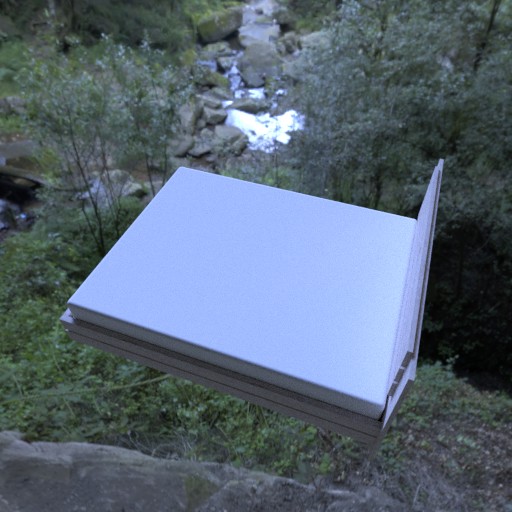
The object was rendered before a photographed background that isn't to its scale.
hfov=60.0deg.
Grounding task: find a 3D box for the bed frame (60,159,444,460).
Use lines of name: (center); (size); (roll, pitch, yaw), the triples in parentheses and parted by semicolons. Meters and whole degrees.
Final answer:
bed frame: (0.000, 0.000, 3.039); (2.080, 0.970, 1.750); (15, 48, 14)
